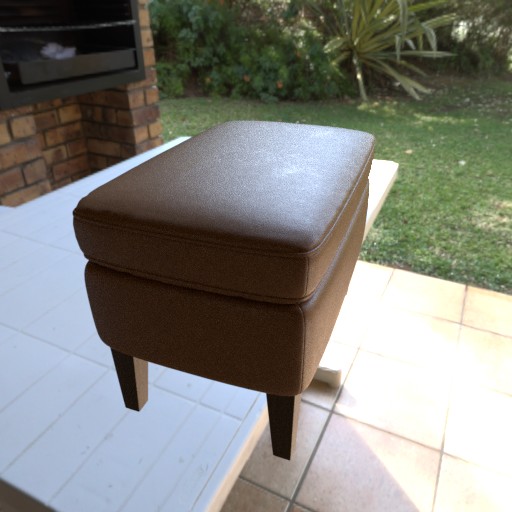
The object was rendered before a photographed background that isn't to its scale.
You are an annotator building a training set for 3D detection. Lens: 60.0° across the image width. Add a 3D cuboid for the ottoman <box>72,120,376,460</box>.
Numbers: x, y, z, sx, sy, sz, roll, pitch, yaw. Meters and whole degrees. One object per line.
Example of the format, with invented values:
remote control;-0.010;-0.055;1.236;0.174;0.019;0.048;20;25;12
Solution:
ottoman;0.000;0.000;0.985;0.420;0.480;0.670;10;31;18
